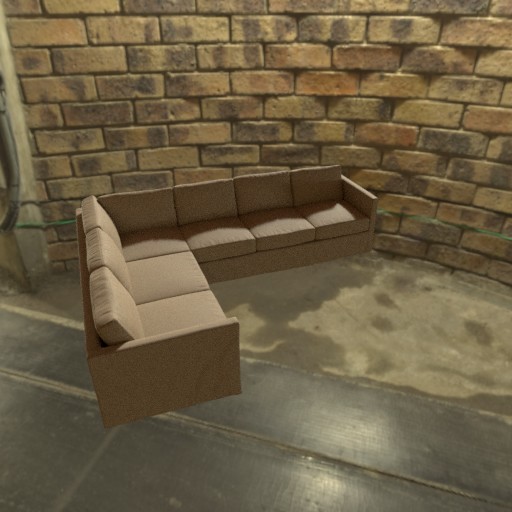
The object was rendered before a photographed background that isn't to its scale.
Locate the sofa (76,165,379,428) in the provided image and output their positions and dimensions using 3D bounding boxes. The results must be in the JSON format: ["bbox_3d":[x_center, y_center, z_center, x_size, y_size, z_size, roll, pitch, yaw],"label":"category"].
[{"bbox_3d":[0.000,0.000,4.328,3.182,0.871,2.432,-11,32,-18],"label":"sofa"}]
